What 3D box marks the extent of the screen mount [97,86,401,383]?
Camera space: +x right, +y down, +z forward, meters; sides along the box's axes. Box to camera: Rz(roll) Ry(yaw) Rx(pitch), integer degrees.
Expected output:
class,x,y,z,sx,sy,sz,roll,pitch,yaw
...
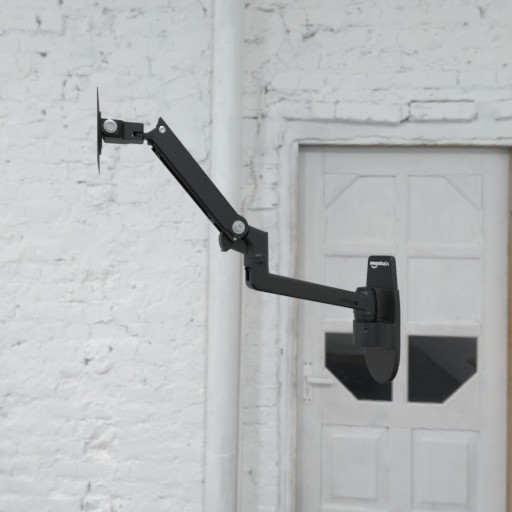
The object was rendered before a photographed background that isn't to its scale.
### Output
class,x,y,z,sx,sy,sz,roll,pitch,yaw
screen mount,0.000,0.000,0.738,0.495,0.466,0.115,0,1,-18
